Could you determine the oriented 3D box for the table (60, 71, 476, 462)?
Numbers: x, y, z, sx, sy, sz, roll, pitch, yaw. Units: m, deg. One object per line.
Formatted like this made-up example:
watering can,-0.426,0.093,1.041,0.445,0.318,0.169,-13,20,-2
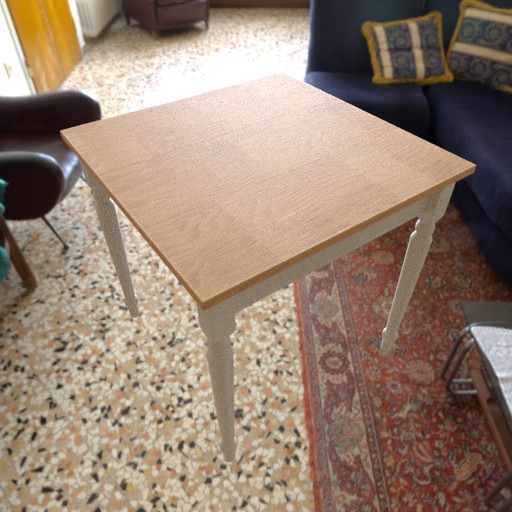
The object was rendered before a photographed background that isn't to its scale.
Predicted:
table,0.000,0.000,1.358,0.747,0.738,0.747,-26,48,-25
